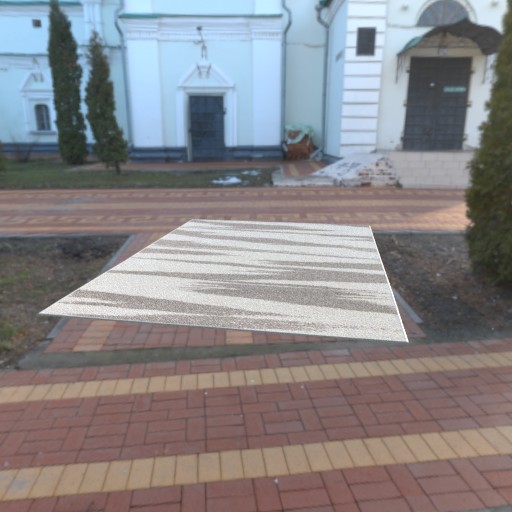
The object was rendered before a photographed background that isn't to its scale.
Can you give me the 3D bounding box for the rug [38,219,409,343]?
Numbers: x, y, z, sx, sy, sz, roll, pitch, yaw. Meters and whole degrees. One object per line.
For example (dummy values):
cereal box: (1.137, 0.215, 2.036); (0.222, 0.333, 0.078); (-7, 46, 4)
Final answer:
rug: (0.000, 0.000, 2.779); (1.533, 0.010, 2.142); (3, 16, 10)
